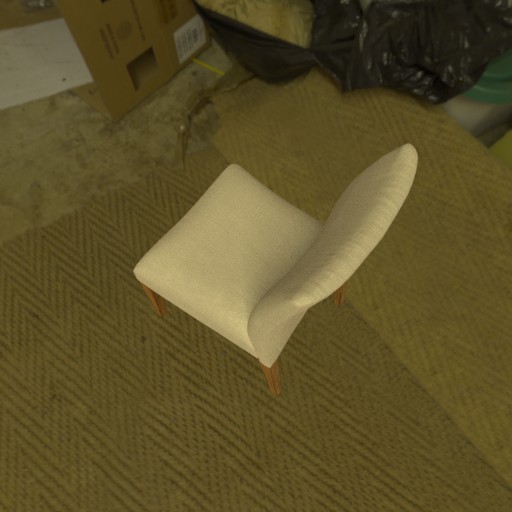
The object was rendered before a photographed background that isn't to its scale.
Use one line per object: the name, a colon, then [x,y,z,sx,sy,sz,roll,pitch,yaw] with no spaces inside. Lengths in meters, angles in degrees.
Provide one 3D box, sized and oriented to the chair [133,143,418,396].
chair: [0.000,0.000,1.303,0.585,0.940,0.496,34,69,15]
